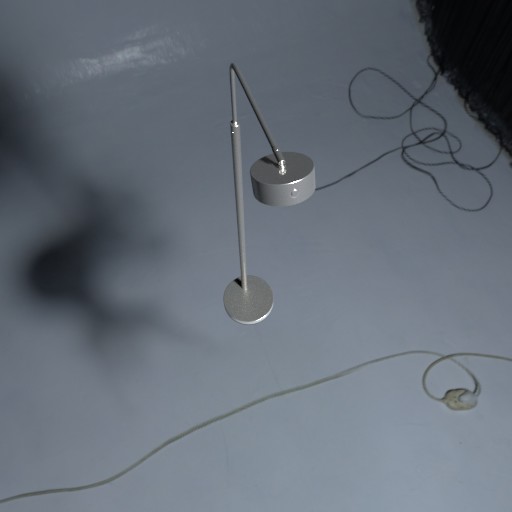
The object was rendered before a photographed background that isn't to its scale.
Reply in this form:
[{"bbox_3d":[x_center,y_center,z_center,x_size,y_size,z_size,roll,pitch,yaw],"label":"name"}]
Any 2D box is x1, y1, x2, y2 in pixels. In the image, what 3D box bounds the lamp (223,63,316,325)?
[{"bbox_3d":[0.000,0.000,1.401,0.222,1.250,0.421,-17,64,-9],"label":"lamp"}]
